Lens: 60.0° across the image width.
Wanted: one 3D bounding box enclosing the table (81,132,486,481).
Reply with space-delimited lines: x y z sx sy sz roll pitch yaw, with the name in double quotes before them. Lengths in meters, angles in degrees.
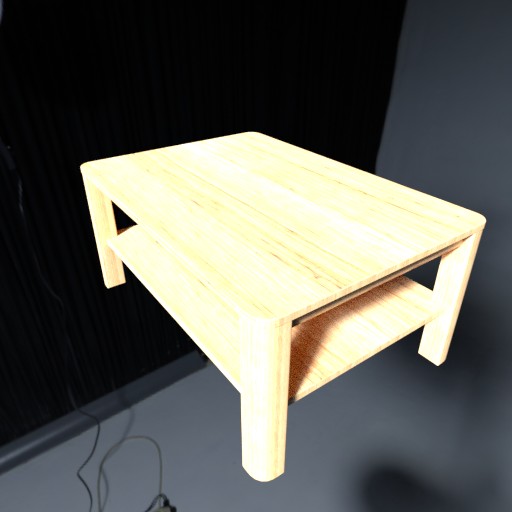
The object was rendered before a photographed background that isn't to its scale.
"table" 0.000 0.000 1.357 0.696 0.445 0.997 -20 36 -30
